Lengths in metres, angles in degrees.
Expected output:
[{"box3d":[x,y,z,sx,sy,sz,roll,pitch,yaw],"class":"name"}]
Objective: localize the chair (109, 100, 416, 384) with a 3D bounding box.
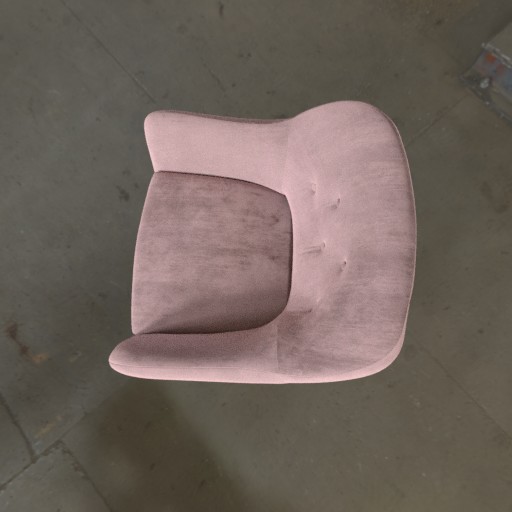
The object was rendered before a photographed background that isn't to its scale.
[{"box3d":[0.000,0.000,1.506,0.820,0.820,0.840,4,75,1],"class":"chair"}]
